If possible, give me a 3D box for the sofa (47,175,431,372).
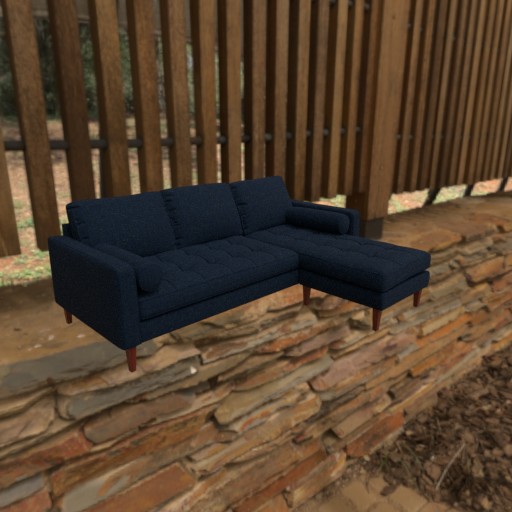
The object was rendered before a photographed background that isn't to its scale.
[{"bbox_3d":[0.000,0.000,3.024,2.185,0.841,1.613,-16,23,-42],"label":"sofa"}]
